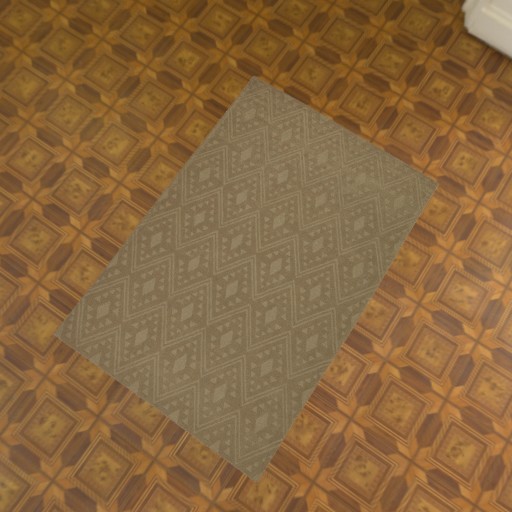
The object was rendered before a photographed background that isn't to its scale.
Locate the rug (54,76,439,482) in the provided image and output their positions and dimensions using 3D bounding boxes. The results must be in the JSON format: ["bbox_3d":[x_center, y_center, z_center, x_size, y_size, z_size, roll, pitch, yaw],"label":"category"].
[{"bbox_3d":[0.000,0.000,2.360,1.252,0.034,1.829,33,78,8],"label":"rug"}]
